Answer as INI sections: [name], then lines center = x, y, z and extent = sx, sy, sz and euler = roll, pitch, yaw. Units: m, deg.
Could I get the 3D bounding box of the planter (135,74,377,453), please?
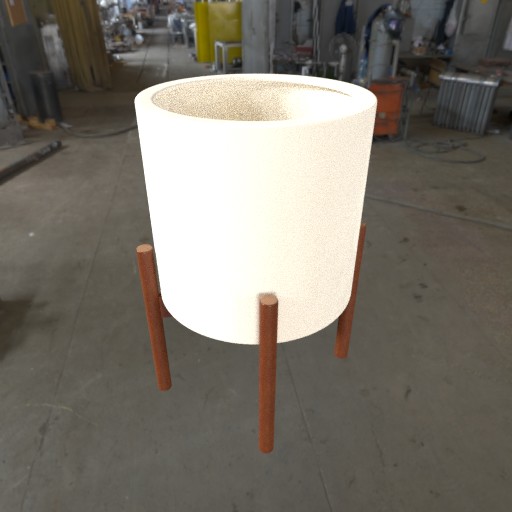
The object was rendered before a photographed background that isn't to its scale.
[planter]
center = 0.000, 0.000, 0.956
extent = 0.417, 0.670, 0.417
euler = 20, 37, 30
